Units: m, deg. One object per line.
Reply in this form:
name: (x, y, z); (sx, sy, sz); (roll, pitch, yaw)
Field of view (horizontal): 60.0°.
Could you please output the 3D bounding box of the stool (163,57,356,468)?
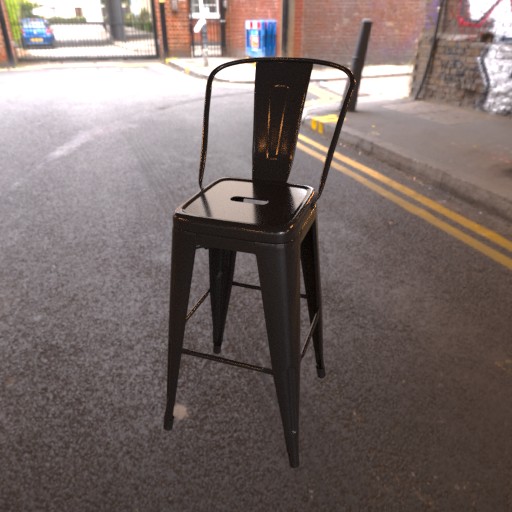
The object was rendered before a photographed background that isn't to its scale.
stool: (0.000, 0.000, 1.282); (0.432, 1.022, 0.528); (9, 29, 17)
